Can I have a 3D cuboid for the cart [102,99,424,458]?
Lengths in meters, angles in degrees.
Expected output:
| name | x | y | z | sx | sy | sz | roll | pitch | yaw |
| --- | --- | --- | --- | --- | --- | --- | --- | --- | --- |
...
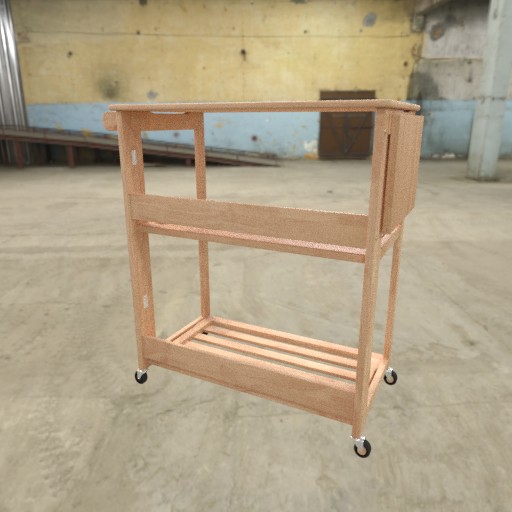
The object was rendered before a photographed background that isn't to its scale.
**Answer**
| name | x | y | z | sx | sy | sz | roll | pitch | yaw |
| --- | --- | --- | --- | --- | --- | --- | --- | --- | --- |
| cart | 0.000 | 0.000 | 1.364 | 0.853 | 0.879 | 0.432 | 9 | 19 | 26 |
